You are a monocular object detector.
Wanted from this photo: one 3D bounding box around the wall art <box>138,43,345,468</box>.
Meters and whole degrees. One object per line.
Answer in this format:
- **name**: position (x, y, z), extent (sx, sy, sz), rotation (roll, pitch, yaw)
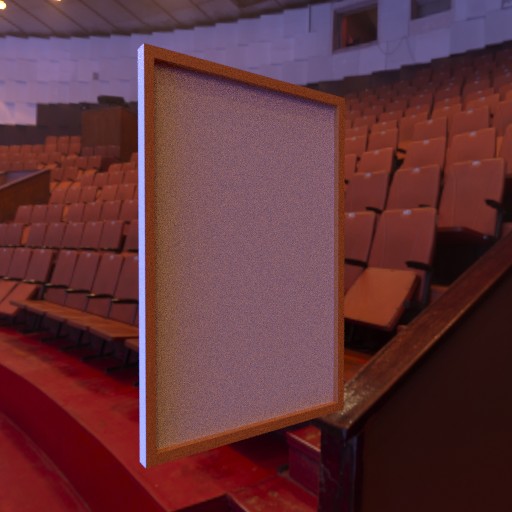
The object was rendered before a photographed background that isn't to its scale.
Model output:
- **wall art**: position (0.000, 0.000, 1.143), extent (0.610, 0.916, 0.037), rotation (-1, 1, -35)
